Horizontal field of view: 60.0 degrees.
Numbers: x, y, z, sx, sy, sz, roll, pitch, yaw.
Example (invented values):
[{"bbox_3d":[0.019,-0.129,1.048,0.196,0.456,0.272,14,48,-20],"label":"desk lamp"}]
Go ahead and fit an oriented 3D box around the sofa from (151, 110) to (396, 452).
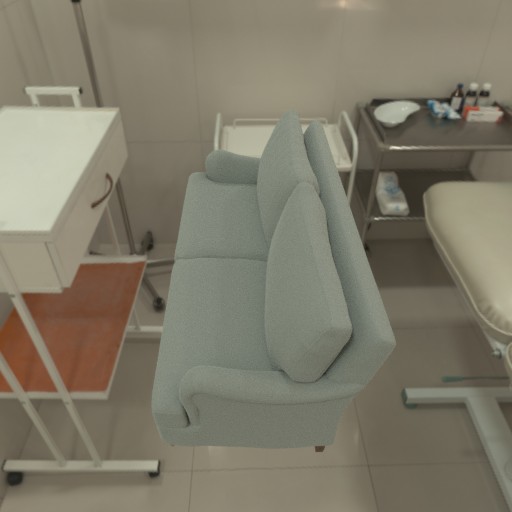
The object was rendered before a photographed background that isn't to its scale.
[{"bbox_3d":[0.000,0.000,2.833,1.069,1.096,2.193,-1,40,-1],"label":"sofa"}]
